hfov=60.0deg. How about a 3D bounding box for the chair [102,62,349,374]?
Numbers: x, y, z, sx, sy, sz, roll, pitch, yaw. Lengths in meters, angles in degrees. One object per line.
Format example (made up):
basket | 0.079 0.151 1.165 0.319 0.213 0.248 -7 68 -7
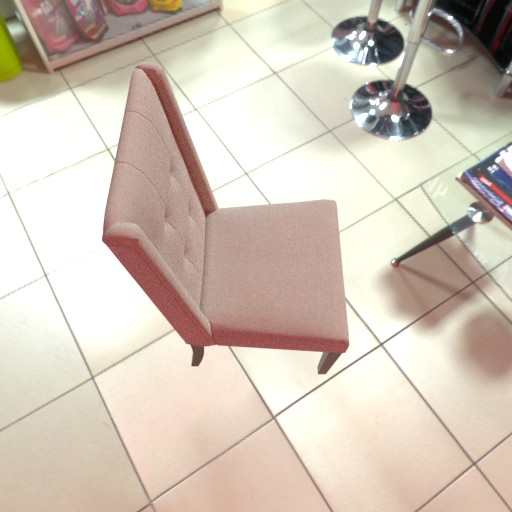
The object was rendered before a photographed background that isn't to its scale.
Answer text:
chair | 0.000 0.000 1.251 0.523 0.961 0.474 0 63 0
